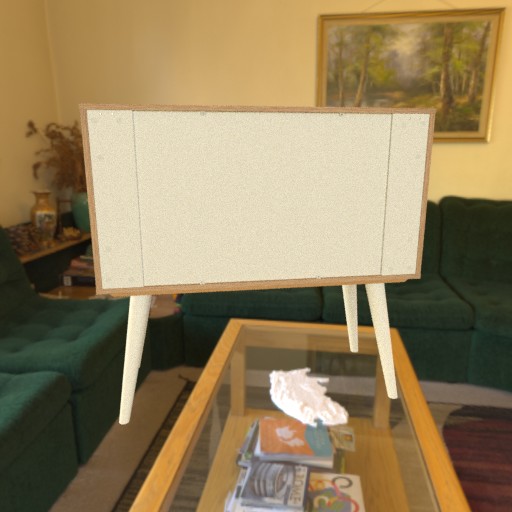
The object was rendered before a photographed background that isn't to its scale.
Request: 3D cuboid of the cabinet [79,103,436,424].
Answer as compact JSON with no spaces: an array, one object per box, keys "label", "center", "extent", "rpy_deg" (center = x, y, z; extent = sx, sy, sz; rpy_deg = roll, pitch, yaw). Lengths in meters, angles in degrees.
[{"label":"cabinet","center":[0.000,0.000,1.640],"extent":[1.057,1.016,0.470],"rpy_deg":[-2,14,-9]}]
